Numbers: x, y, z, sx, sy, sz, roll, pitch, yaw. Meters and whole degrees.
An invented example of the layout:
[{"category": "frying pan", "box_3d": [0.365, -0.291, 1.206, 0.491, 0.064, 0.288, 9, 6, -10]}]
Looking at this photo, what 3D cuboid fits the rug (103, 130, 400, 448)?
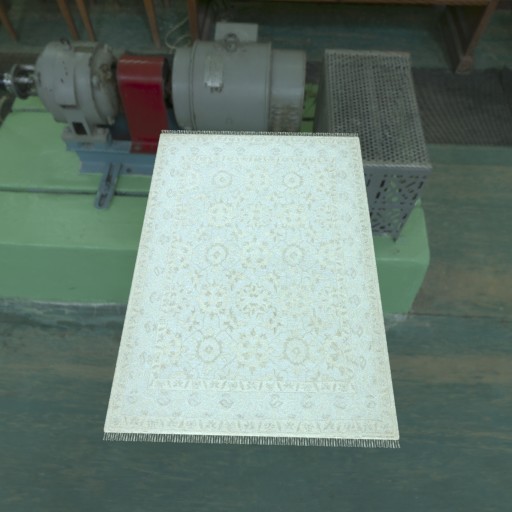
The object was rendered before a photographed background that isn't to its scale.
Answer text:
[{"category": "rug", "box_3d": [0.000, 0.000, 2.827, 1.514, 0.011, 2.233, 1, 59, 1]}]
